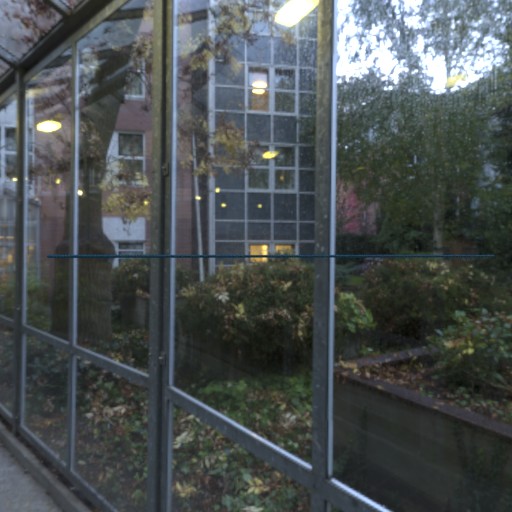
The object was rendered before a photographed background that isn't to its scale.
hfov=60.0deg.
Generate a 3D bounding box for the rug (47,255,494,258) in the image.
[{"bbox_3d":[0.000,0.000,2.838,2.213,0.013,1.594,0,0,-17],"label":"rug"}]
